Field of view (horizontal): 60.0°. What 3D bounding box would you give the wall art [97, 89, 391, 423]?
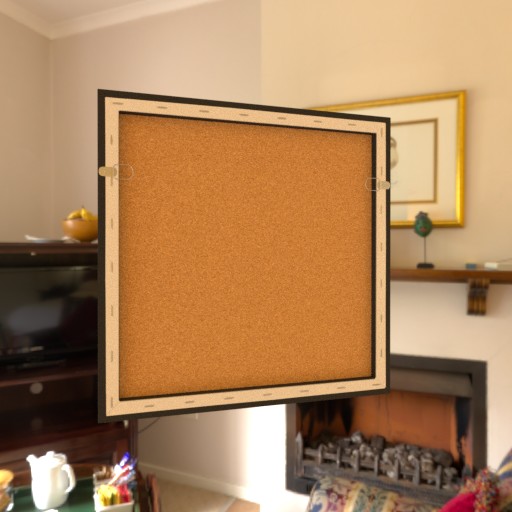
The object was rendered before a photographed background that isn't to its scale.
[{"bbox_3d":[0.000,0.000,1.129,0.758,0.758,0.044,0,0,-16],"label":"wall art"}]
